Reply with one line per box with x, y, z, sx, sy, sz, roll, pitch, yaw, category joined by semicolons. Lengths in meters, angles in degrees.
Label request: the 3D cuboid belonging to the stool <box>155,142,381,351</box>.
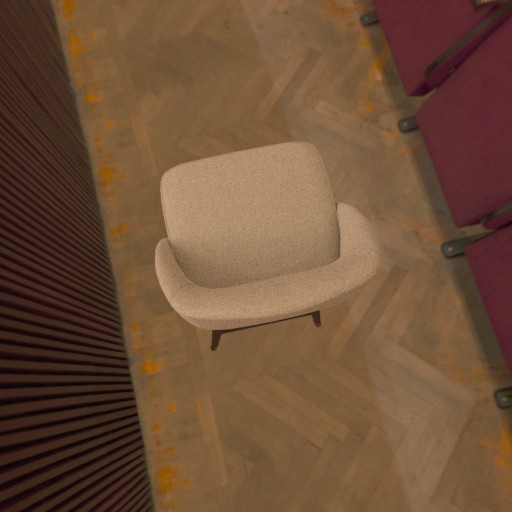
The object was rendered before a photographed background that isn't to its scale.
0.000;0.000;1.320;0.494;1.037;0.509;-12;75;-3;stool
